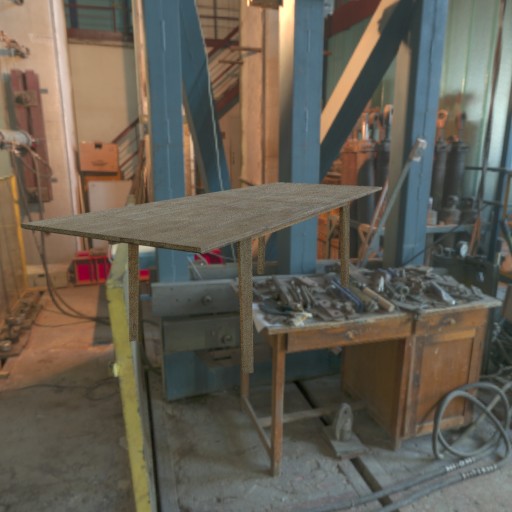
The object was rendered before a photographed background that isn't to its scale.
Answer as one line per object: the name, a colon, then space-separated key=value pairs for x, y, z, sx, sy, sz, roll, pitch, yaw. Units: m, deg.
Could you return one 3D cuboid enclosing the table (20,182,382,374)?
table: x=0.000 y=0.000 z=2.967 sx=1.000 sy=0.752 sz=2.603 roll=8 pitch=16 yaw=28
